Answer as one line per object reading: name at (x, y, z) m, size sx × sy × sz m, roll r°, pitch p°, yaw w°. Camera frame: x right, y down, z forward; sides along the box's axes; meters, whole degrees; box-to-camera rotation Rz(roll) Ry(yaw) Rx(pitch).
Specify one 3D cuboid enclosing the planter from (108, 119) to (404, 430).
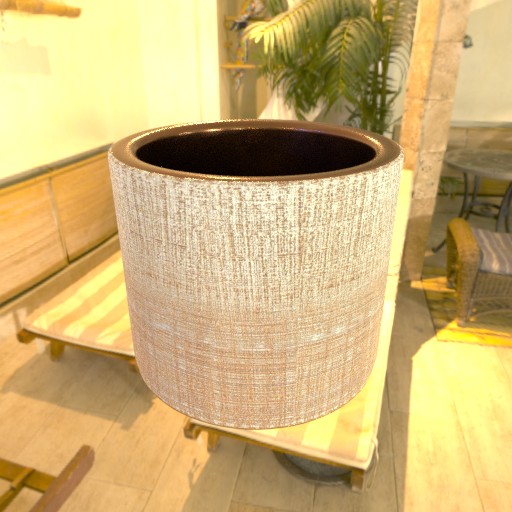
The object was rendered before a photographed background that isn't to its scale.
planter at (0.000, 0.000, 0.187) m, size 0.109 × 0.096 × 0.109 m, roll 0°, pitch 26°, yaw 0°
